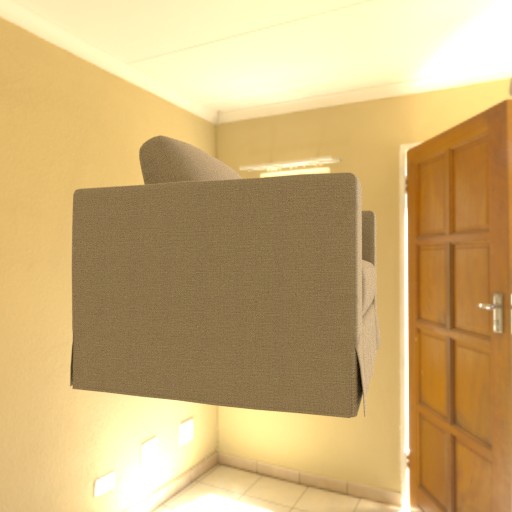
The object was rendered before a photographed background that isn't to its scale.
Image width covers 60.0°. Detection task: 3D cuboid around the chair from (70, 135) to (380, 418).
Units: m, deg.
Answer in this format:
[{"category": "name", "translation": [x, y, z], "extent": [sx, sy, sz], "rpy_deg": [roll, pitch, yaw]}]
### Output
[{"category": "chair", "translation": [0.000, 0.000, 1.848], "extent": [0.957, 0.878, 1.150], "rpy_deg": [0, -1, 18]}]
